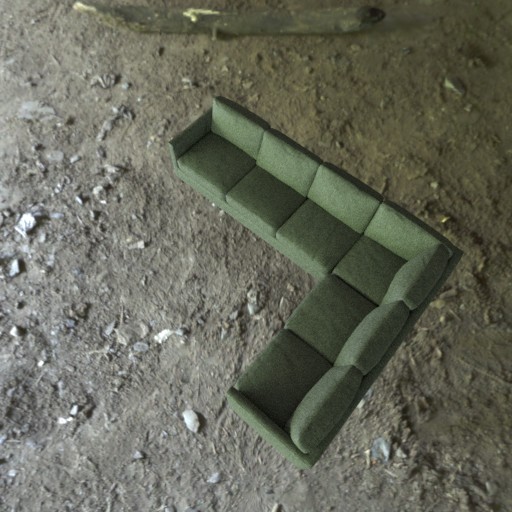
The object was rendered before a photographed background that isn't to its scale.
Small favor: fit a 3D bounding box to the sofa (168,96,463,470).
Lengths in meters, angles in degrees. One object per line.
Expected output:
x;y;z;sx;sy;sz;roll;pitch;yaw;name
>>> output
0.000;0.000;4.635;3.302;0.947;2.593;37;69;17;sofa
